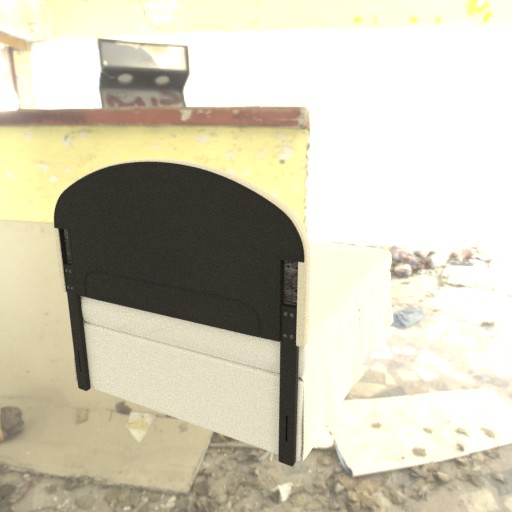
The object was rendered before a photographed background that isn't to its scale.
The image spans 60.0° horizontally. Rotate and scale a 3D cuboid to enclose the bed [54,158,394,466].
[{"bbox_3d":[0.000,0.000,3.082,1.607,1.410,2.005,8,17,27],"label":"bed"}]
